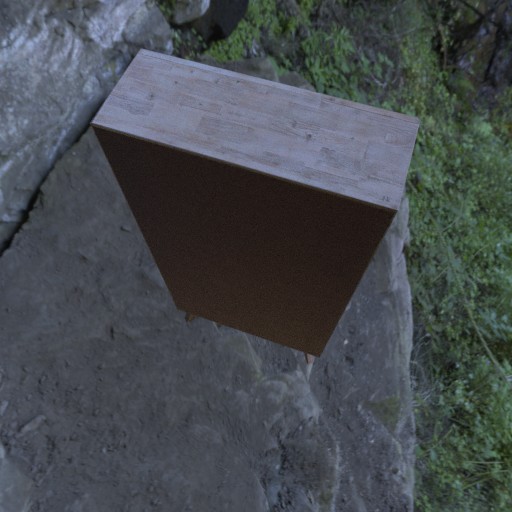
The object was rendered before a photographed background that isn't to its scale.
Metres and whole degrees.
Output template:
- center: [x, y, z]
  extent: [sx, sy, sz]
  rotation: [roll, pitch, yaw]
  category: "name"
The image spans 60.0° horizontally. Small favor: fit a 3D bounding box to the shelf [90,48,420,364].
- center: [0.000, 0.000, 1.728]
  extent: [0.748, 1.471, 0.308]
  rotation: [17, 65, 8]
  category: "shelf"
